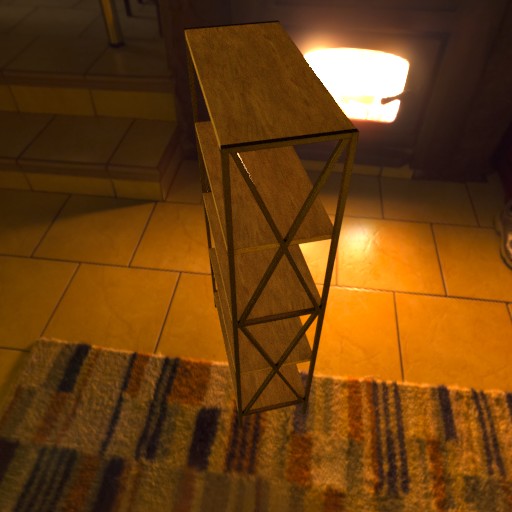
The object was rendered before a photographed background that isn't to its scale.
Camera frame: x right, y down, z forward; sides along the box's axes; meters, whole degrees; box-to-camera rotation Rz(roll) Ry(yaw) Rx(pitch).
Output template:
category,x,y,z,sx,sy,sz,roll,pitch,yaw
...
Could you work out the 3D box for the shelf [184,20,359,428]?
category,x,y,z,sx,sy,sz,roll,pitch,yaw
shelf,0.000,0.000,2.139,0.386,1.803,0.874,-9,47,-9
